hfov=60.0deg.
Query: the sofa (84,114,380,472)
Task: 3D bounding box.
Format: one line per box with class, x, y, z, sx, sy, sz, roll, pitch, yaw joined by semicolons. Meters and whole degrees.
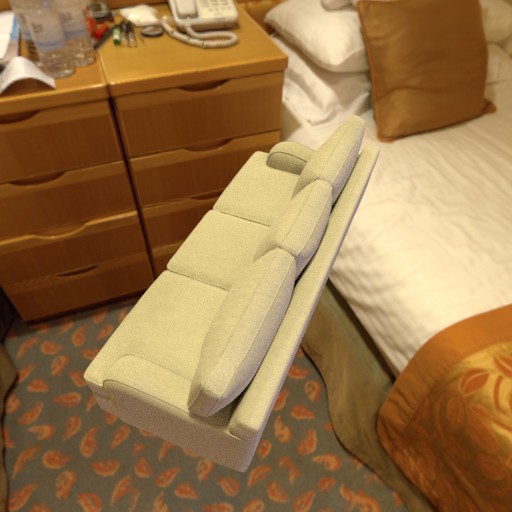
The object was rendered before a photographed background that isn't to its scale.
sofa;0.000;0.000;2.872;1.016;0.991;2.323;17;49;16
